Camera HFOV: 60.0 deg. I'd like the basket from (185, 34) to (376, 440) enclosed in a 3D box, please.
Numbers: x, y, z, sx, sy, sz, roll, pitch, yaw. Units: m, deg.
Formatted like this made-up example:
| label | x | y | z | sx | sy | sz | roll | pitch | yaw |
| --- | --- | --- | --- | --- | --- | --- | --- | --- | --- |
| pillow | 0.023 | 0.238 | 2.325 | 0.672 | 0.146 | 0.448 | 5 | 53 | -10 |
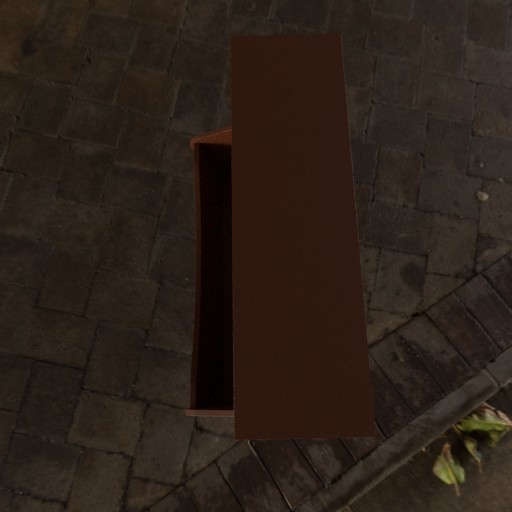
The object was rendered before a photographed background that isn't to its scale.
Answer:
| label | x | y | z | sx | sy | sz | roll | pitch | yaw |
| --- | --- | --- | --- | --- | --- | --- | --- | --- | --- |
| basket | 0.000 | 0.000 | 1.131 | 0.376 | 0.625 | 0.792 | -1 | 75 | 0 |
